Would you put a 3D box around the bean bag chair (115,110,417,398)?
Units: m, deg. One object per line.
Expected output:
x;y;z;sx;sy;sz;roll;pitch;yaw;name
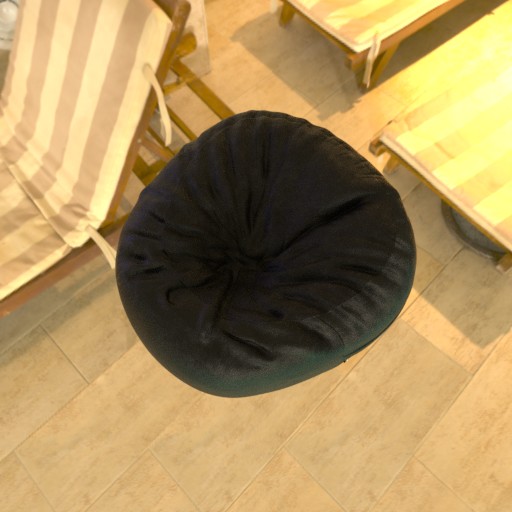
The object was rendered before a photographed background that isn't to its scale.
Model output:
0.000;0.000;2.477;1.524;0.878;1.524;-36;68;-17;bean bag chair
